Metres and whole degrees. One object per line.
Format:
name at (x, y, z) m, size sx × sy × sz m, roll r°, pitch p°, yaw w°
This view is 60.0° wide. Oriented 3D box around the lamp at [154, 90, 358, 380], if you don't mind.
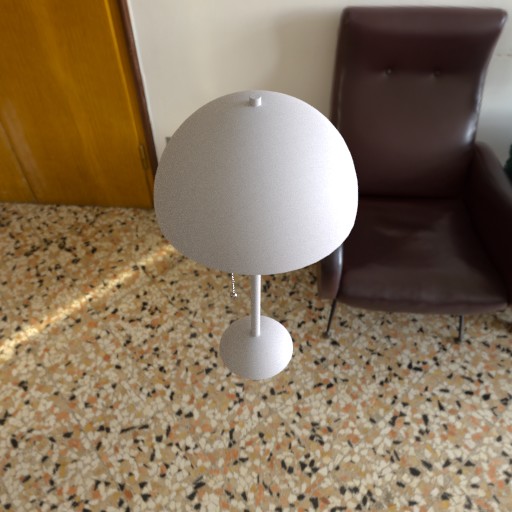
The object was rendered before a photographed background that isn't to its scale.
lamp at (0.000, 0.000, 0.433) m, size 0.171 × 0.330 × 0.171 m, roll 0°, pitch 47°, yaw 0°
